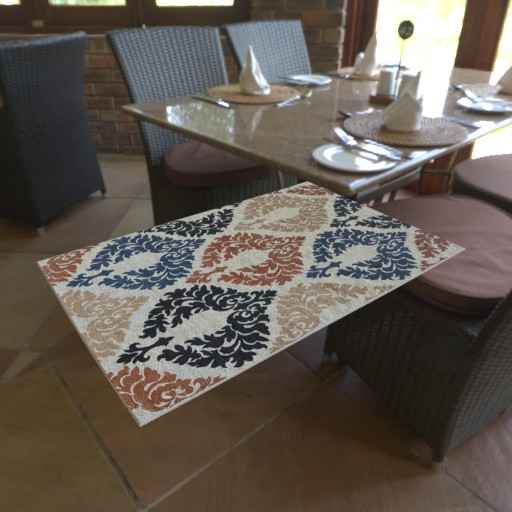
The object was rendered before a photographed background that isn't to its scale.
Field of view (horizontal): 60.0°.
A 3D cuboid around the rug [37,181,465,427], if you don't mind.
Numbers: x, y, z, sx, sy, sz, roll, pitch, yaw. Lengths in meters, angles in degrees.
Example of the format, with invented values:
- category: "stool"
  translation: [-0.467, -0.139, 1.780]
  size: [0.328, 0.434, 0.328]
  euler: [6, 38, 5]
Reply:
- category: "rug"
  translation: [0.000, 0.000, 2.801]
  size: [2.275, 0.014, 1.514]
  euler: [-21, 37, -31]
